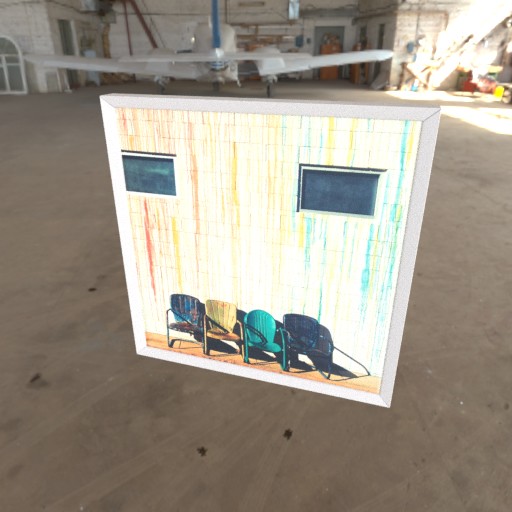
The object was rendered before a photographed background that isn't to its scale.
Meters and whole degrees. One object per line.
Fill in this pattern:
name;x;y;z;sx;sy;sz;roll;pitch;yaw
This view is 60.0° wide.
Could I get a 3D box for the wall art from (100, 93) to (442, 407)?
wall art;0.000;0.000;0.759;0.508;0.508;0.037;8;27;16
